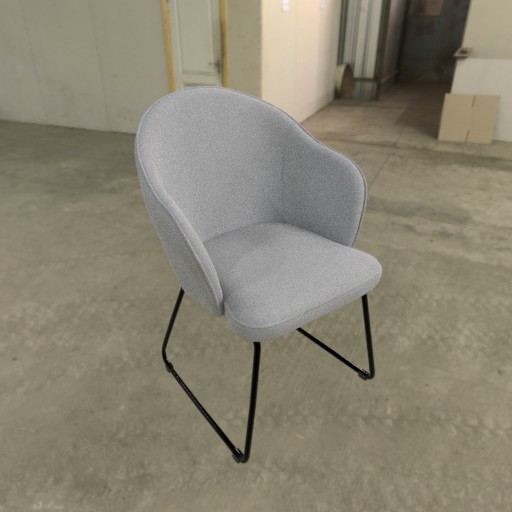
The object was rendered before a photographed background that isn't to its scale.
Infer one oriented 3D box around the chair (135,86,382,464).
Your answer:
[{"bbox_3d":[0.000,0.000,1.237,0.570,0.817,0.592,-21,36,-32],"label":"chair"}]
